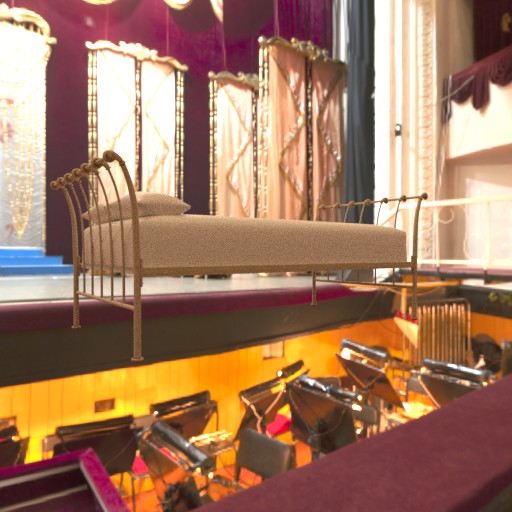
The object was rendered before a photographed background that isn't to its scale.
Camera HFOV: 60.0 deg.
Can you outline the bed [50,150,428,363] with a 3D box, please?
[{"bbox_3d":[0.000,0.000,2.822,2.228,0.873,1.032,0,1,-36],"label":"bed"}]
